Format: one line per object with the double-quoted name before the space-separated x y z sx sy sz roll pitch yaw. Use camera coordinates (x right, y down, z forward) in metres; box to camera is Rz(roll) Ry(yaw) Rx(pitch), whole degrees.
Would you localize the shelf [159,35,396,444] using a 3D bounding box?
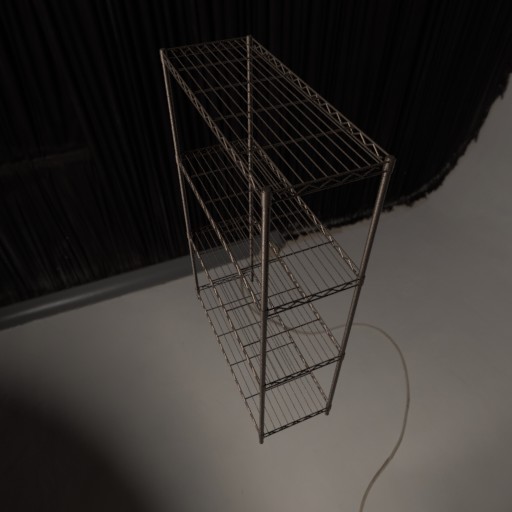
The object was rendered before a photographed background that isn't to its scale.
"shelf" 0.000 0.000 1.787 0.352 1.361 0.907 -17 48 -16
